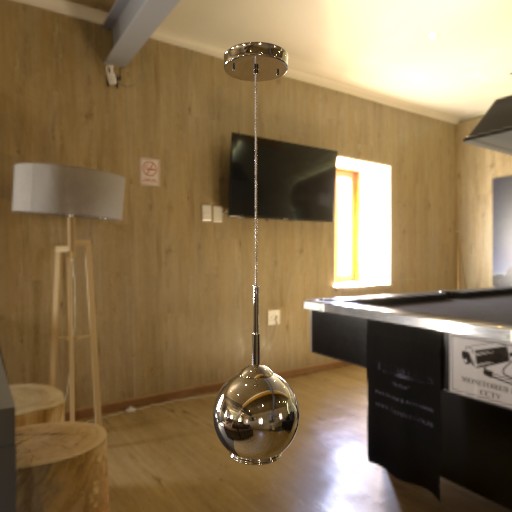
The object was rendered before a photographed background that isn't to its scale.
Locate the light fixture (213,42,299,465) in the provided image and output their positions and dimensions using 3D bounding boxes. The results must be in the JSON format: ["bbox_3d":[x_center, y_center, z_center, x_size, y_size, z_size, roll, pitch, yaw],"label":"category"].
[{"bbox_3d":[0.000,0.000,1.721,0.336,1.538,0.336,0,1,-18],"label":"light fixture"}]
